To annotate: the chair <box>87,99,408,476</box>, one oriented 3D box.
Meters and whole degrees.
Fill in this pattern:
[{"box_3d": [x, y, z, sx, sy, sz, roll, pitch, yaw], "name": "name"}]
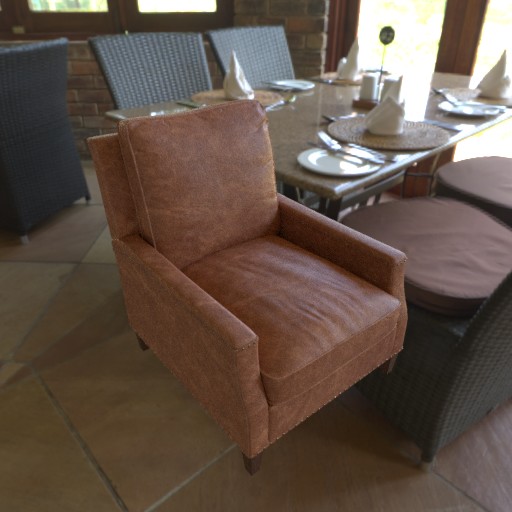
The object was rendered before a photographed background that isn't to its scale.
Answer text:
[{"box_3d": [0.000, 0.000, 1.806, 0.854, 1.054, 1.035, -22, 37, -33], "name": "chair"}]
